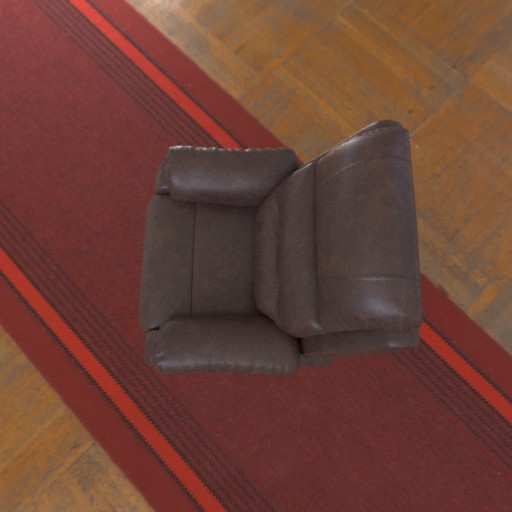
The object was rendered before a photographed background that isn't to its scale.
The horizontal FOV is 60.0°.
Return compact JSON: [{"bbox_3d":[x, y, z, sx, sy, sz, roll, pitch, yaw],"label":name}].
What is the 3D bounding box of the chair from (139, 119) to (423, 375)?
[{"bbox_3d":[0.000,0.000,1.651,0.919,0.992,0.855,1,77,0],"label":"chair"}]
